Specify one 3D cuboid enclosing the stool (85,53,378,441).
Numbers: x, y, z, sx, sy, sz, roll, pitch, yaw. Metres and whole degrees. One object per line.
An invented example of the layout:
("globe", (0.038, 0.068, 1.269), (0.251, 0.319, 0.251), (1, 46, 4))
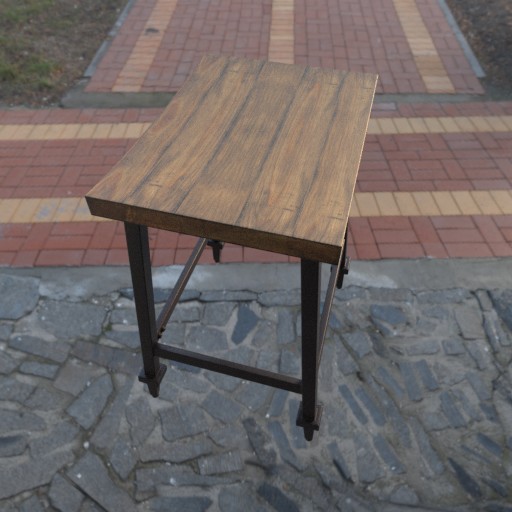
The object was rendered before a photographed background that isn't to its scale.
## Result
("stool", (0.000, 0.000, 0.946), (0.405, 0.625, 0.486), (12, 48, 11))
